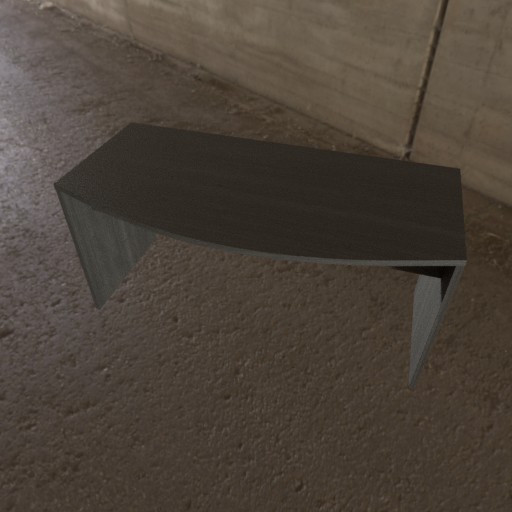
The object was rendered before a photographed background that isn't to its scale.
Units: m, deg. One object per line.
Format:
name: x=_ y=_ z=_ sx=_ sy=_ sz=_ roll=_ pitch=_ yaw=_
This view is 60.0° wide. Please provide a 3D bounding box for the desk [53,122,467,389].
desk: x=0.000 y=0.000 z=2.050 sx=1.600 sy=0.750 sz=0.802 roll=12 pitch=42 yaw=13
